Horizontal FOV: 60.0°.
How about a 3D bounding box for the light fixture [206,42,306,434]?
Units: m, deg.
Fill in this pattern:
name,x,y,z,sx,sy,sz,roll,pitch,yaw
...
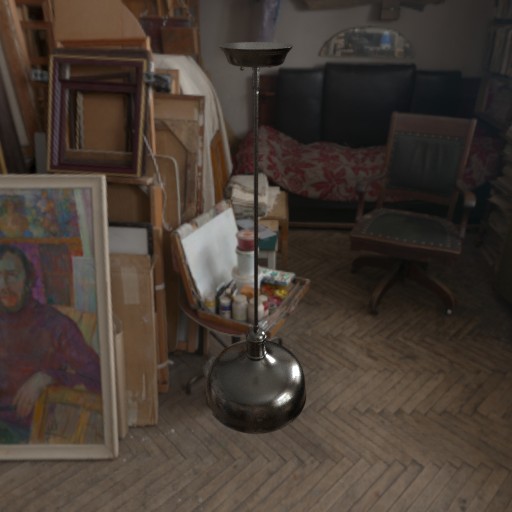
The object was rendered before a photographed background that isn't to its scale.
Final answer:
name,x,y,z,sx,sy,sz,roll,pitch,yaw
light fixture,0.000,0.000,1.086,0.299,0.935,0.299,-21,36,-31
